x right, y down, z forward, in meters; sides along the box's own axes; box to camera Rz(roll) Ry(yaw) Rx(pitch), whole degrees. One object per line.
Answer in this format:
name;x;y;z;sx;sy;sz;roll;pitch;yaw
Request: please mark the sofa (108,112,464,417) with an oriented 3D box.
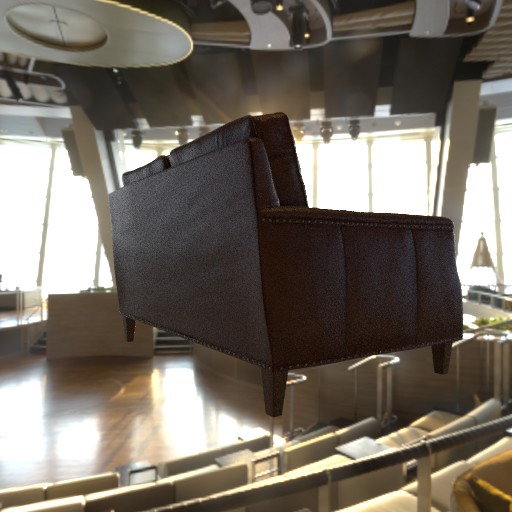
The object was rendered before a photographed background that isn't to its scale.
sofa;0.000;0.000;2.228;1.083;1.003;1.628;0;0;-34
